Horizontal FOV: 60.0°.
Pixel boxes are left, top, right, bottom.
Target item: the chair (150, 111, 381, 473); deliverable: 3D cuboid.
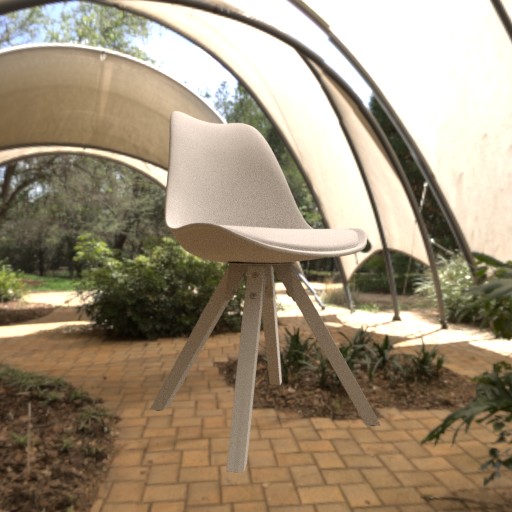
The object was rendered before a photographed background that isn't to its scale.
[{"bbox_3d":[0.000,0.000,1.180,0.485,0.850,0.550,-1,1,-34],"label":"chair"}]
